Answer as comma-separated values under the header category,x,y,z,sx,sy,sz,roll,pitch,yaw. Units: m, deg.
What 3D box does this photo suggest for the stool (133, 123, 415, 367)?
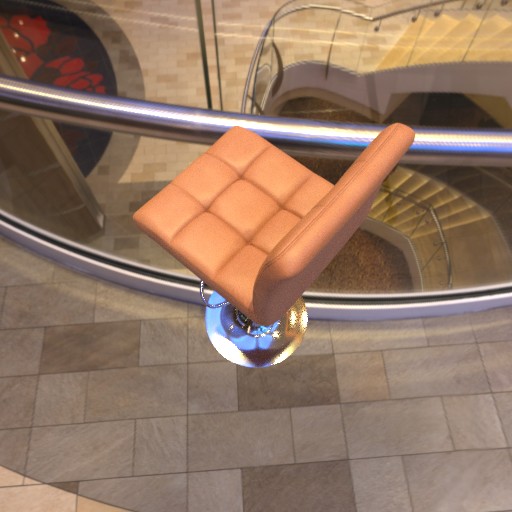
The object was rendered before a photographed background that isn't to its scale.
category,x,y,z,sx,sy,sz,roll,pitch,yaw
stool,0.000,0.000,1.347,0.505,1.115,0.430,37,69,17
